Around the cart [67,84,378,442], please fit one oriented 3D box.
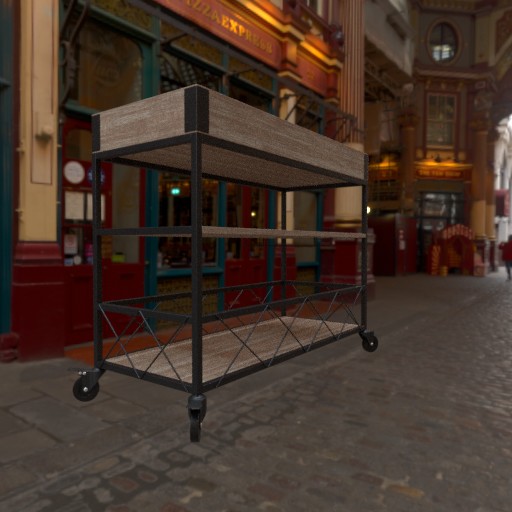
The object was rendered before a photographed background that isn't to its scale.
[{"bbox_3d":[0.000,0.000,1.498,0.500,0.787,1.101,1,2,37],"label":"cart"}]
